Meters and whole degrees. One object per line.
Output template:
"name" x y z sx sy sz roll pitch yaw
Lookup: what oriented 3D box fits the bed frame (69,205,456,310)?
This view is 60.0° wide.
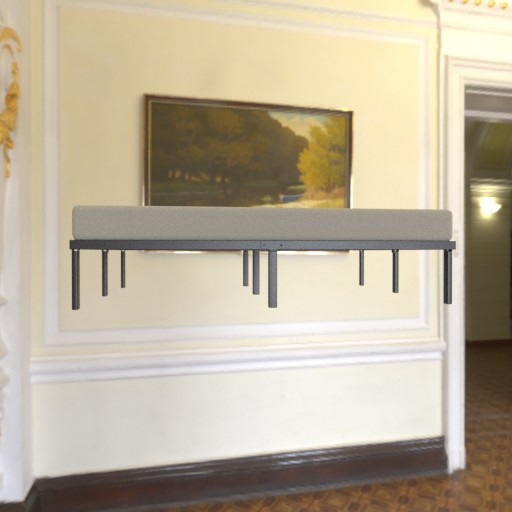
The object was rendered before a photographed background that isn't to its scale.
"bed frame" 0.000 0.000 3.923 2.842 0.680 2.205 0 1 0
